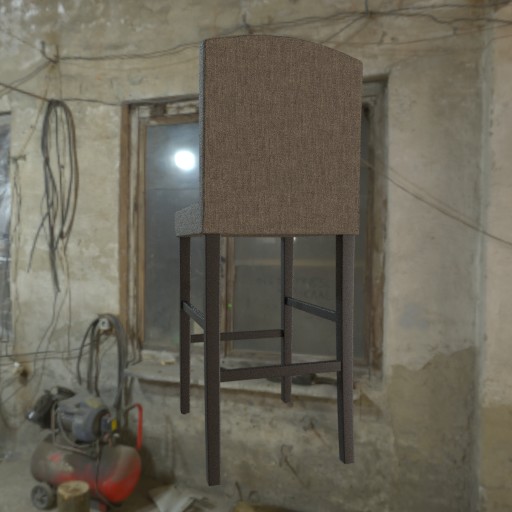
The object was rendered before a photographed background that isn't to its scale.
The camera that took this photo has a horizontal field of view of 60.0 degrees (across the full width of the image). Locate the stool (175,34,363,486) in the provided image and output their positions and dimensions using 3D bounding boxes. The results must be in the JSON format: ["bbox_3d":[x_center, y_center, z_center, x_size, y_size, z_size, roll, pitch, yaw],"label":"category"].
[{"bbox_3d":[0.000,0.000,1.401,0.451,1.138,0.552,0,2,-17],"label":"stool"}]
